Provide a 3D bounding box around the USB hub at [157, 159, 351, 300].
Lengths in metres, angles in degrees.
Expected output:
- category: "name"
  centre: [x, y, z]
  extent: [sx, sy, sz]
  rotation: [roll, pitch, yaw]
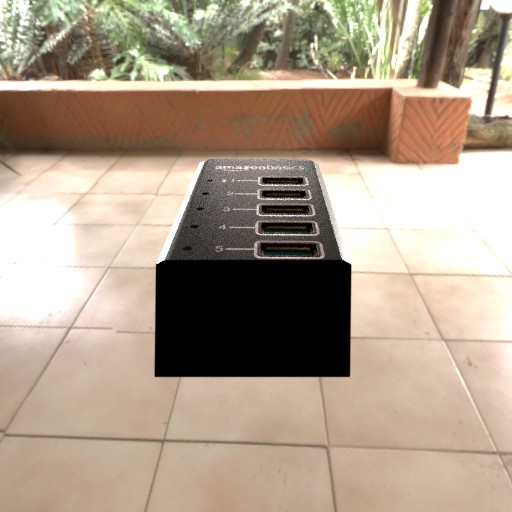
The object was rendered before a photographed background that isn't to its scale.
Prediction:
- category: "USB hub"
  centre: [0.000, 0.000, 0.125]
  extent: [0.044, 0.023, 0.110]
  rotation: [1, 30, 1]
